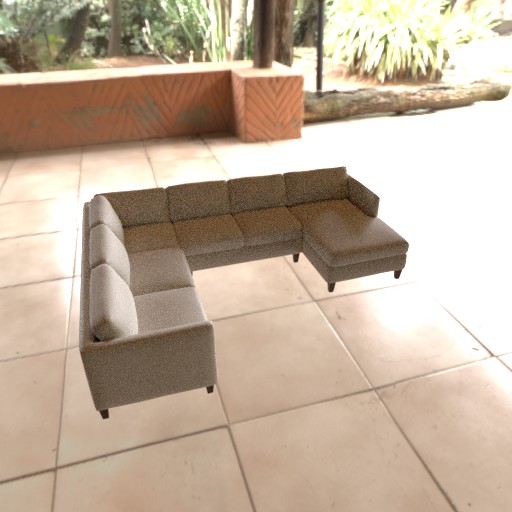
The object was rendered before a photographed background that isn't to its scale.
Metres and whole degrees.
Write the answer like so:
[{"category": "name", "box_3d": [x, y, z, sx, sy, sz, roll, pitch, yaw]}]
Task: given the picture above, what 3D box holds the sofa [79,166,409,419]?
[{"category": "sofa", "box_3d": [0.000, 0.000, 4.442, 3.238, 0.853, 2.551, -9, 32, -15]}]
